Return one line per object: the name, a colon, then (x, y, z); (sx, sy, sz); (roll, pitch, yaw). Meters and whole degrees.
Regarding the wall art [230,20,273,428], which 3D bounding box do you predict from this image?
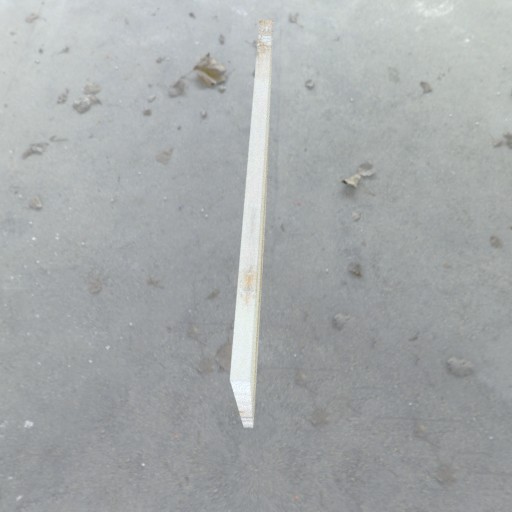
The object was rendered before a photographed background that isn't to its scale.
wall art: (0.000, 0.000, 1.509); (0.040, 1.018, 1.015); (3, 64, 1)
